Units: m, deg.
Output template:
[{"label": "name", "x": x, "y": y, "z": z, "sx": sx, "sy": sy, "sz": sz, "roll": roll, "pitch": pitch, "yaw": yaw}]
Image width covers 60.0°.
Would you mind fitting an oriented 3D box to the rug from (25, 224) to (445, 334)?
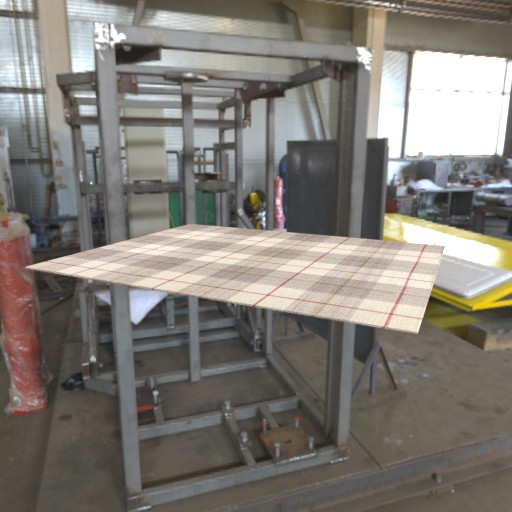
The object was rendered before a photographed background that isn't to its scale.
[{"label": "rug", "x": 0.000, "y": 0.000, "z": 3.912, "sx": 2.959, "sy": 0.016, "sz": 2.317, "roll": 6, "pitch": 15, "yaw": 25}]
